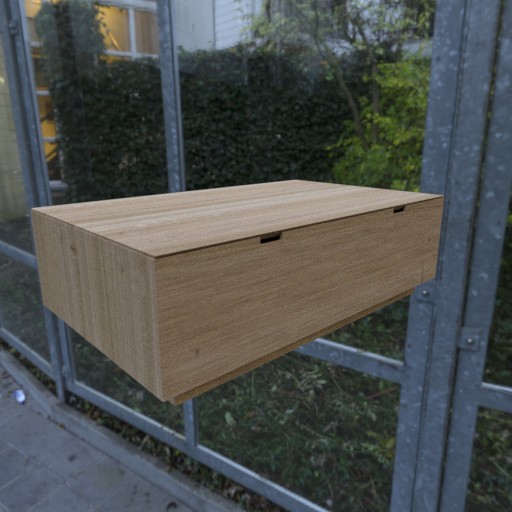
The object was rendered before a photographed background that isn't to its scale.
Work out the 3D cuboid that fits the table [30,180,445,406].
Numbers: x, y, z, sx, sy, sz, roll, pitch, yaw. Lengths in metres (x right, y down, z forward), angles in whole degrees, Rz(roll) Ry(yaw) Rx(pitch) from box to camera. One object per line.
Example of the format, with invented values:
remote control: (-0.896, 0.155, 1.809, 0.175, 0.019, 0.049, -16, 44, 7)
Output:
table: (0.000, 0.000, 1.422, 1.110, 0.353, 0.678, -14, 21, -41)
